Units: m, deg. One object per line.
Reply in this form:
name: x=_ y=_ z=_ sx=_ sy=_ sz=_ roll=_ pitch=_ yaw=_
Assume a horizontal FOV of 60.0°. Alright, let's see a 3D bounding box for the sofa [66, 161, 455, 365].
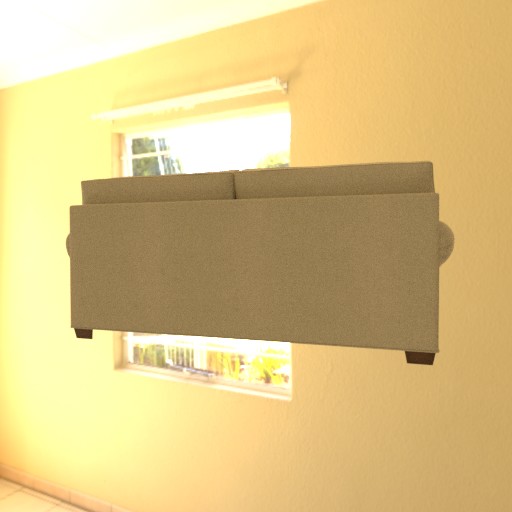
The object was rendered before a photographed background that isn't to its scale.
sofa: x=0.000 y=0.000 z=2.688 sx=2.146 sy=0.962 sz=0.901 roll=0 pitch=1 yaw=18
